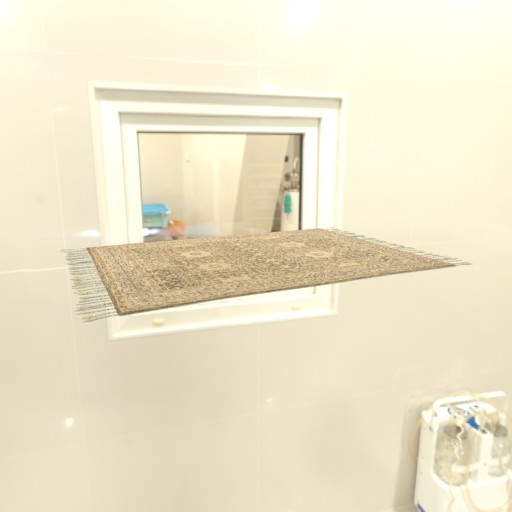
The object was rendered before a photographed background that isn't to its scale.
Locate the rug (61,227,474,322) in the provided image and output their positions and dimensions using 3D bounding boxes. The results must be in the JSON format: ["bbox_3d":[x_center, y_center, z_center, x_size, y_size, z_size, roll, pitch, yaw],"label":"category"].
[{"bbox_3d":[0.000,0.000,3.102,2.465,0.023,1.619,-6,14,-25],"label":"rug"}]
